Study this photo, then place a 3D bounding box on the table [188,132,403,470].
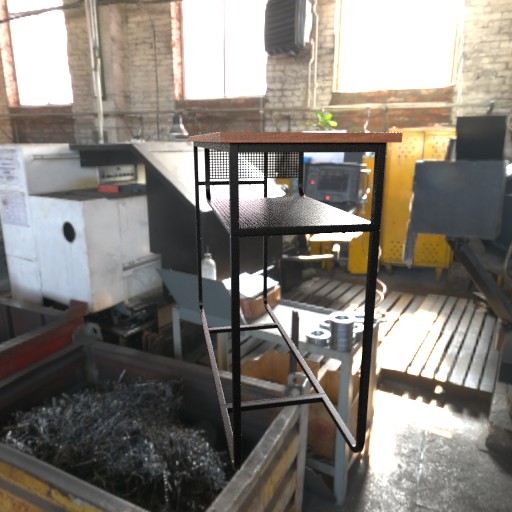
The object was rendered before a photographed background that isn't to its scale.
[{"bbox_3d":[0.000,0.000,1.429,0.350,0.750,1.100,-3,15,-11],"label":"table"}]
